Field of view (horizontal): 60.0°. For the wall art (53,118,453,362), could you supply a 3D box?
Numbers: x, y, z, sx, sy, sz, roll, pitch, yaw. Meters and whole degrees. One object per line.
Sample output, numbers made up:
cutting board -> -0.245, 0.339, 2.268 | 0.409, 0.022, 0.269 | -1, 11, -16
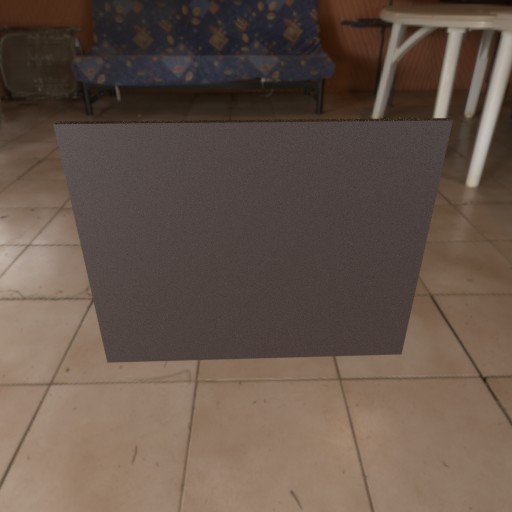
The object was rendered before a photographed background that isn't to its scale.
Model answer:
wall art -> 0.000, 0.000, 1.591 | 1.207, 0.952, 0.034 | -1, 30, -2
